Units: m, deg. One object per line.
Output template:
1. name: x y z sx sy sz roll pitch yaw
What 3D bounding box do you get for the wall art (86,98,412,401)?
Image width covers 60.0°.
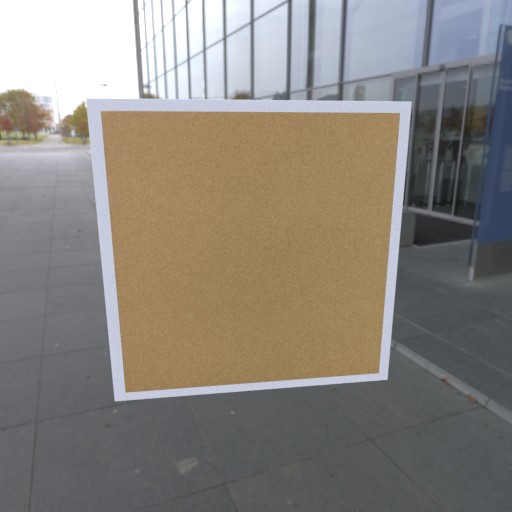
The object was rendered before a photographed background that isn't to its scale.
1. wall art: 0.000 0.000 1.147 0.763 0.761 0.038 -2 15 -8
